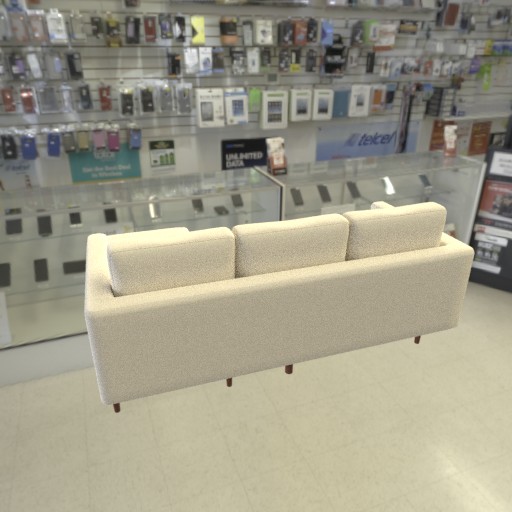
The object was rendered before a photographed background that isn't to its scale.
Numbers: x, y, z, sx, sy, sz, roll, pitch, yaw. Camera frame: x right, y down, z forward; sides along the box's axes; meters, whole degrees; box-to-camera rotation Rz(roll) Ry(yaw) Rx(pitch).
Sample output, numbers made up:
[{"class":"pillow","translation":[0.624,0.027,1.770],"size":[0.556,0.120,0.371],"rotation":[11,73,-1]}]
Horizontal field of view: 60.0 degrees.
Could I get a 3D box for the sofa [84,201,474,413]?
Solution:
[{"class":"sofa","translation":[0.000,0.000,2.890],"size":[2.029,0.899,1.580],"rotation":[-8,26,-17]}]
